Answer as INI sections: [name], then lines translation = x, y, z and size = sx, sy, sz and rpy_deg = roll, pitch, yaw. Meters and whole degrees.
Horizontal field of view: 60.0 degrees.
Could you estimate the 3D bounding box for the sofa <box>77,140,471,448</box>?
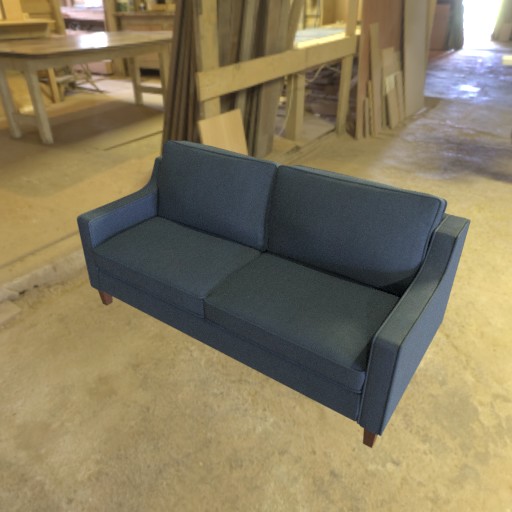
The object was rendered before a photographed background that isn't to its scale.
[sofa]
translation = 0.000, 0.000, 2.802
size = 2.178, 1.071, 1.066
rpy_deg = 20, 36, 30
